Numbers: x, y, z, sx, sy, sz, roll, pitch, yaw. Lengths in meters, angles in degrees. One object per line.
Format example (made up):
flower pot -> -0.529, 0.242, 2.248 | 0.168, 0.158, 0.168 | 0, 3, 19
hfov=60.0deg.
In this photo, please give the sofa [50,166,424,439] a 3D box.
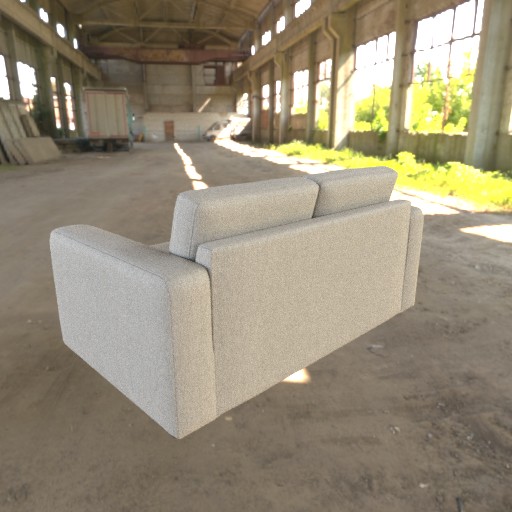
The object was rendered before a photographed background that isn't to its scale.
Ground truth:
sofa -> 0.000, 0.000, 2.060 | 1.540, 0.800, 0.900 | -16, 23, -42
